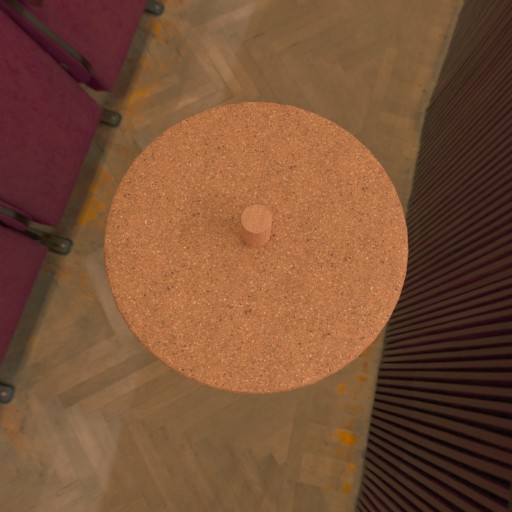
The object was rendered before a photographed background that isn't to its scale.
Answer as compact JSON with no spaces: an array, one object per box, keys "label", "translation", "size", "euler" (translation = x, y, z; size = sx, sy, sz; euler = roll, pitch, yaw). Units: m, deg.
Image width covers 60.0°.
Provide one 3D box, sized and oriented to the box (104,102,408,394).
[{"label":"box","translation":[0.000,0.000,0.184],"size":[0.107,0.094,0.107],"euler":[0,75,0]}]
